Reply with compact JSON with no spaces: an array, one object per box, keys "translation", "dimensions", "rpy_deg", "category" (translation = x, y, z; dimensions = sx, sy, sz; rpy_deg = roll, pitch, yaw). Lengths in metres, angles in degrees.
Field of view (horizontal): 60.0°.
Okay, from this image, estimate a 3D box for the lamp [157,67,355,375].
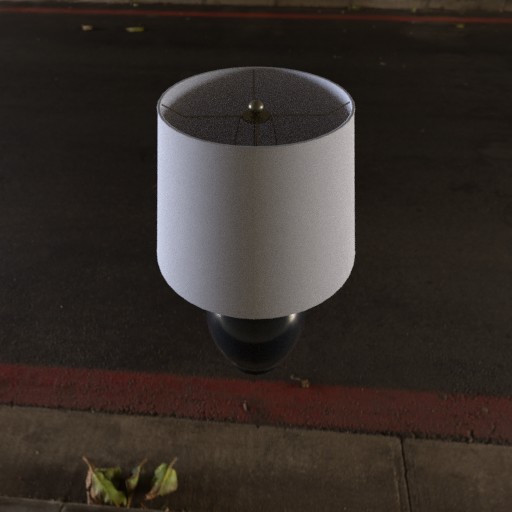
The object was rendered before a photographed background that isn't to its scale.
[{"translation":[0.000,0.000,0.558],"dimensions":[0.239,0.399,0.239],"rpy_deg":[0,42,0],"category":"lamp"}]
